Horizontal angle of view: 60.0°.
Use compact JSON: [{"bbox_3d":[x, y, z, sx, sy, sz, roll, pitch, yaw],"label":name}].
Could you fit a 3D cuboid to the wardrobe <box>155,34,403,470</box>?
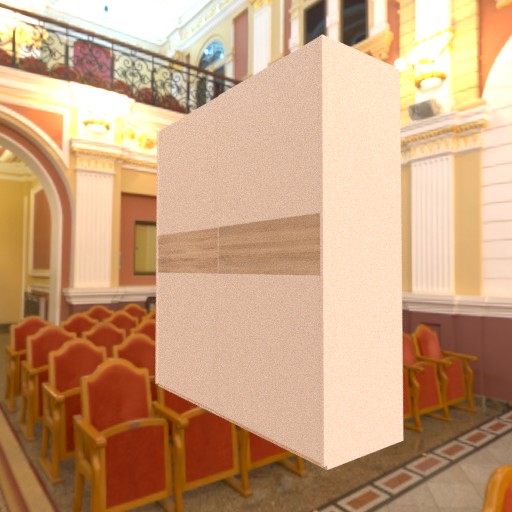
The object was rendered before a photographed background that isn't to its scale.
[{"bbox_3d":[0.000,0.000,2.955,0.600,2.020,1.830,1,-2,-37],"label":"wardrobe"}]
